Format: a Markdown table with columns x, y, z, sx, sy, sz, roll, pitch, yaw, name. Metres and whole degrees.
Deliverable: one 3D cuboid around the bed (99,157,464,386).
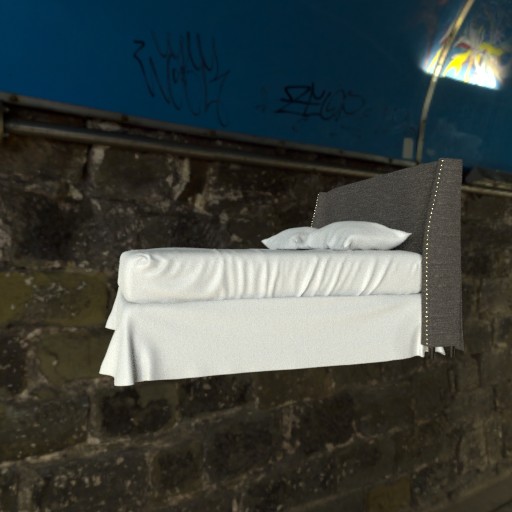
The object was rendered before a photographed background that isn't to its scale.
| x | y | z | sx | sy | sz | roll | pitch | yaw | name |
| --- | --- | --- | --- | --- | --- | --- | --- | --- | --- |
| 0.000 | 0.000 | 3.472 | 2.276 | 1.332 | 1.925 | 0 | 1 | -17 | bed |
